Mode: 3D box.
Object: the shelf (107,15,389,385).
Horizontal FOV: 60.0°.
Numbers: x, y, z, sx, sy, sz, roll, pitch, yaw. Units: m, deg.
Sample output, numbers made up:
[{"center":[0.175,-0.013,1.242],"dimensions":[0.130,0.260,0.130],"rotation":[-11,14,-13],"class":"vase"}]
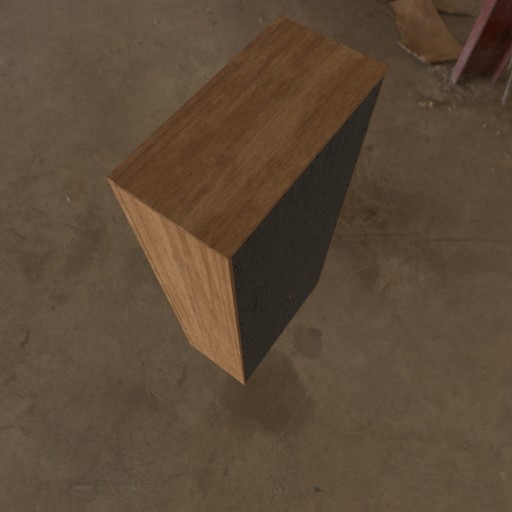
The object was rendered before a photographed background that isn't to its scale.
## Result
[{"center":[0.000,0.000,2.221],"dimensions":[0.453,1.930,0.864],"rotation":[33,68,15],"class":"shelf"}]
